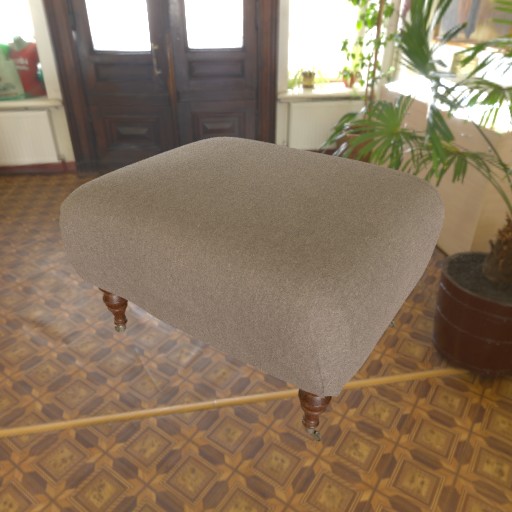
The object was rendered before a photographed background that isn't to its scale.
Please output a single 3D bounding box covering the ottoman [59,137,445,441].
[{"bbox_3d":[0.000,0.000,1.102,0.747,0.450,0.622,19,35,29],"label":"ottoman"}]
